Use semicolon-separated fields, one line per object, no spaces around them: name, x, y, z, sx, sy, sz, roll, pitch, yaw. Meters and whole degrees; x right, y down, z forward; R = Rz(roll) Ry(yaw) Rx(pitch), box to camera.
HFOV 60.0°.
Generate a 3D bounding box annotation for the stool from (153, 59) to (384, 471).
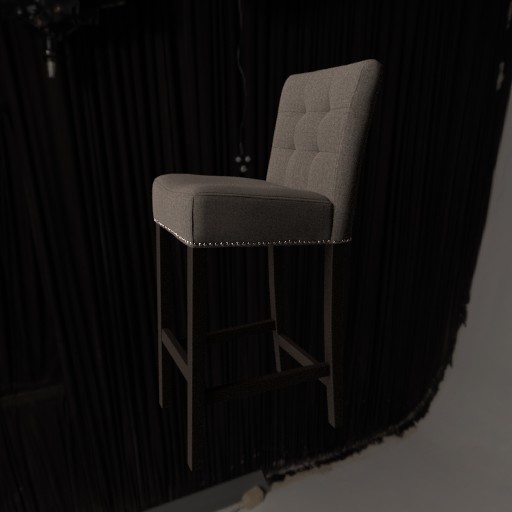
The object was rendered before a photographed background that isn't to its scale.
stool;0.000;0.000;1.299;0.548;1.047;0.411;-8;18;-25
